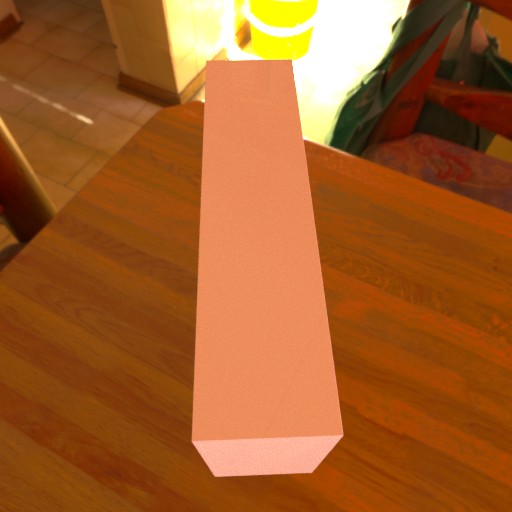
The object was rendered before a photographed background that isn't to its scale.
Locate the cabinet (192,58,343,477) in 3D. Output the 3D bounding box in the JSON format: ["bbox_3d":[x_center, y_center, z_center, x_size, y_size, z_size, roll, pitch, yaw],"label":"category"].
[{"bbox_3d":[0.000,0.000,1.946,0.400,0.800,1.650,-2,57,-1],"label":"cabinet"}]
